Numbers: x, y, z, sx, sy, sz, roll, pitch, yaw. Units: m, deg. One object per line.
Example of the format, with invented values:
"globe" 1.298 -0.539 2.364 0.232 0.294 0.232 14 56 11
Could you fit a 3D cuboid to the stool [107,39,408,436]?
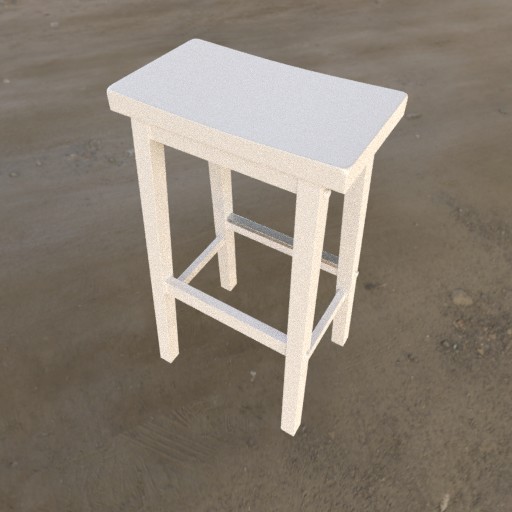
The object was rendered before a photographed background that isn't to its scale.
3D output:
"stool" 0.000 0.000 0.948 0.406 0.742 0.322 24 52 21
